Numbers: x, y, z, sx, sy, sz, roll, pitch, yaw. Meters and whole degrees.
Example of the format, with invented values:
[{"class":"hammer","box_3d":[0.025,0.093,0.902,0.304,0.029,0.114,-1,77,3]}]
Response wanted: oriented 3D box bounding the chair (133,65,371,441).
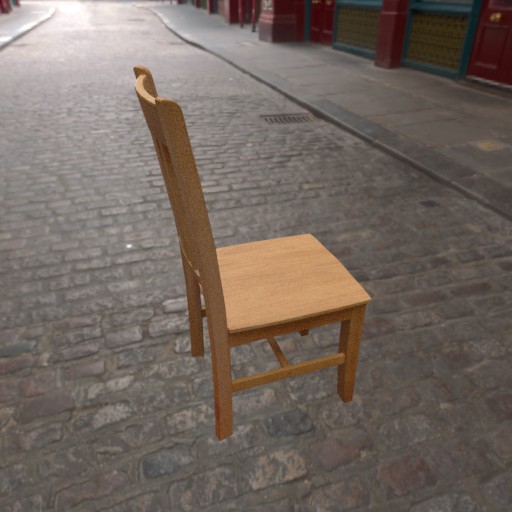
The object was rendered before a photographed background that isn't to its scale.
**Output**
[{"class":"chair","box_3d":[0.000,0.000,1.293,0.556,0.998,0.450,-10,32,-16]}]
